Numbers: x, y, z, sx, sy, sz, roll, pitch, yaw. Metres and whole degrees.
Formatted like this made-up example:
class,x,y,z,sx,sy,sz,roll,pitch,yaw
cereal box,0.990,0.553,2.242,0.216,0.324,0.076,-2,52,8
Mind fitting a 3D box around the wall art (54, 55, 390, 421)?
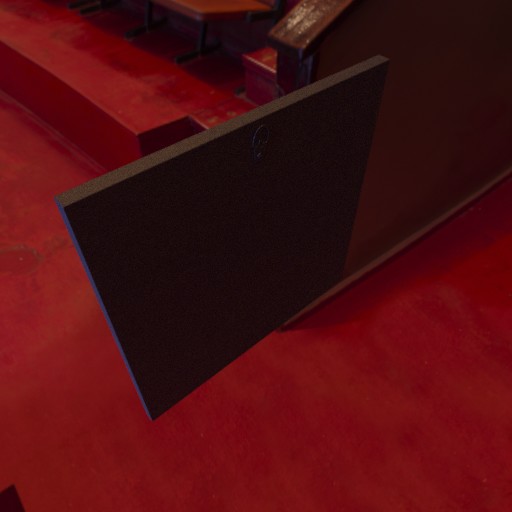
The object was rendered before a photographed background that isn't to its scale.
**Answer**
class,x,y,z,sx,sy,sz,roll,pitch,yaw
wall art,0.000,0.000,1.158,0.805,0.807,0.043,-32,55,-26
